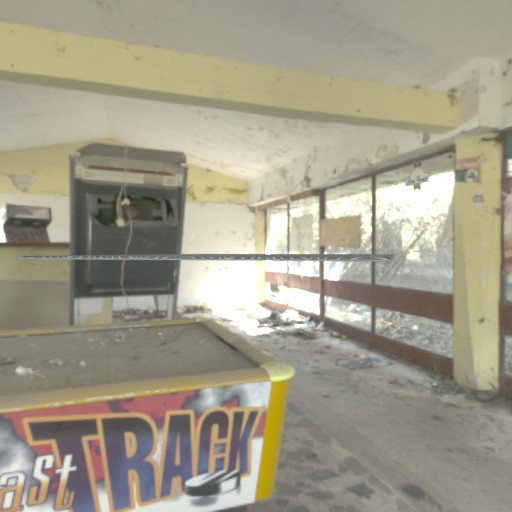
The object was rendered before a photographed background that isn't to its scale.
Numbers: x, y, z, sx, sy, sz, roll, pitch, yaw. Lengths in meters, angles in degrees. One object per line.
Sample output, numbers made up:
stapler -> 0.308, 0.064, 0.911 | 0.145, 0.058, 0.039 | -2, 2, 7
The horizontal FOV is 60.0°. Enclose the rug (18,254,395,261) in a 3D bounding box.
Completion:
rug -> 0.000, 0.000, 4.097 | 2.456, 0.021, 3.042 | 0, 1, 18
